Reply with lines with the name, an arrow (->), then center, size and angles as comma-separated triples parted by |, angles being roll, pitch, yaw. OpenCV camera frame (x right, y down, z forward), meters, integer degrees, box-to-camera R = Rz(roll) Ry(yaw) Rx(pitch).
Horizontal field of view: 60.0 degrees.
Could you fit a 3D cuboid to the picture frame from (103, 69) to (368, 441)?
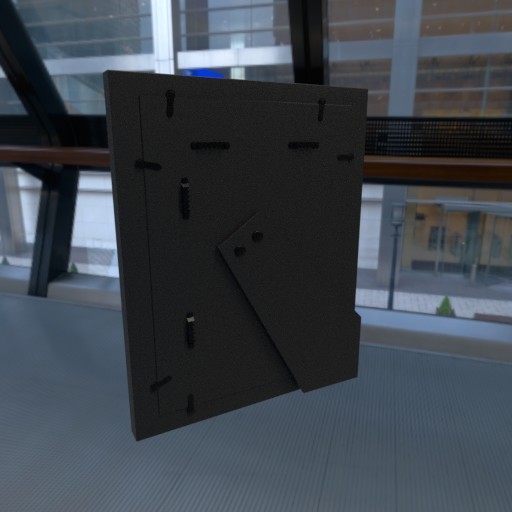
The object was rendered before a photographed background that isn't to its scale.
picture frame -> 0.000, 0.000, 0.517 | 0.307, 0.383, 0.036 | -8, 17, -28
